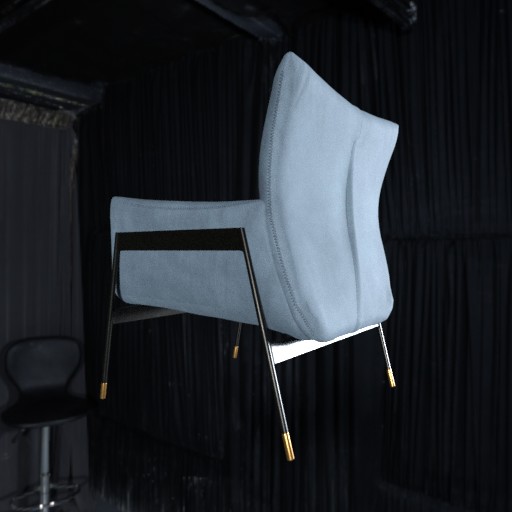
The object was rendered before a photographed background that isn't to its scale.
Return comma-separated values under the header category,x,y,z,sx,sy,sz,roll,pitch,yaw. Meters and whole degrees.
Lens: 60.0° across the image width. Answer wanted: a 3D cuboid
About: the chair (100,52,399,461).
category,x,y,z,sx,sy,sz,roll,pitch,yaw
chair,0.000,0.000,1.380,0.709,0.858,0.678,1,1,36
